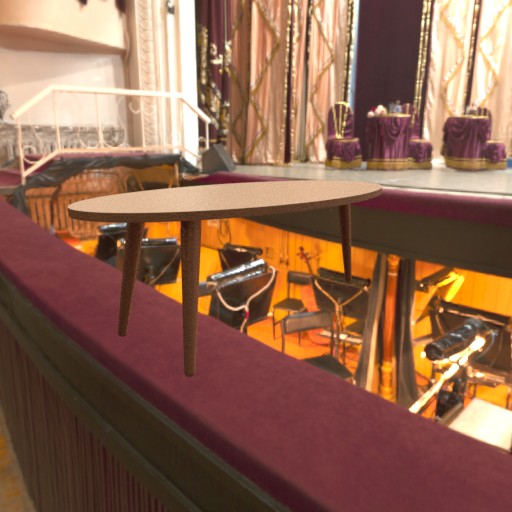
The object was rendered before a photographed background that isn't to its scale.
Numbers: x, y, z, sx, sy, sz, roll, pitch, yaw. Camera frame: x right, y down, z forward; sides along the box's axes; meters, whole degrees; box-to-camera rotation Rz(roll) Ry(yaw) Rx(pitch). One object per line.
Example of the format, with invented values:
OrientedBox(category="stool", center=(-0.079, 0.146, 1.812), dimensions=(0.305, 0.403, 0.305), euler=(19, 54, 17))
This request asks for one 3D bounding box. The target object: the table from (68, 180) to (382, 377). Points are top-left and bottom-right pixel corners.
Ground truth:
OrientedBox(category="table", center=(0.000, 0.000, 1.347), dimensions=(1.083, 0.390, 0.542), euler=(-13, 19, -43))
